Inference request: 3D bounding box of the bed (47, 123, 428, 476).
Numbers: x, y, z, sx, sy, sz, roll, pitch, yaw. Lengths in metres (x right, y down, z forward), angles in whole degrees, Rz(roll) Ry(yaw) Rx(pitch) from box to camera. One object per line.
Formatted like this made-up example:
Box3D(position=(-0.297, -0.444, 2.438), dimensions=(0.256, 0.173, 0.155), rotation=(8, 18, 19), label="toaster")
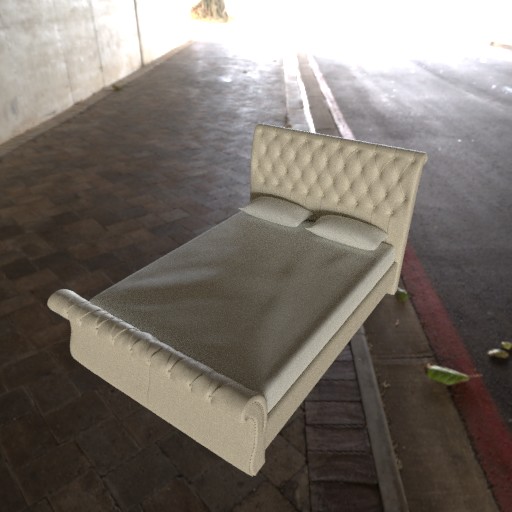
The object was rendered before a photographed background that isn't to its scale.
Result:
Box3D(position=(0.000, 0.000, 3.354), dimensions=(1.606, 1.268, 2.493), rotation=(20, 36, 30), label="bed")
